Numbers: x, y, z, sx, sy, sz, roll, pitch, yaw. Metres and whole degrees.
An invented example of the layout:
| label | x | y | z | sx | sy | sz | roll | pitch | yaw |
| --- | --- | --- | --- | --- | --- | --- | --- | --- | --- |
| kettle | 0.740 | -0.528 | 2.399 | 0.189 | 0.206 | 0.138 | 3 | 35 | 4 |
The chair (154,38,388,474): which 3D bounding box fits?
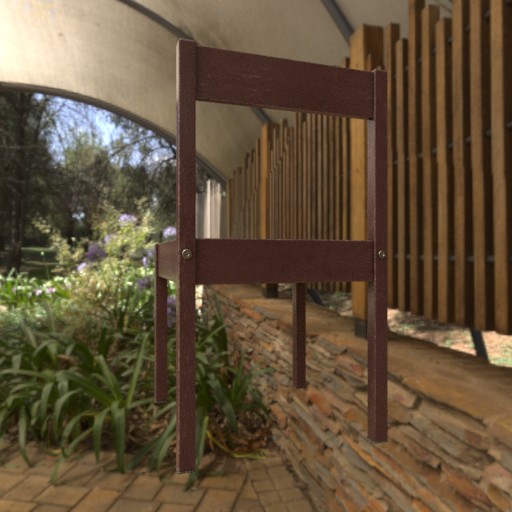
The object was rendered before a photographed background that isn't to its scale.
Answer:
| label | x | y | z | sx | sy | sz | roll | pitch | yaw |
| --- | --- | --- | --- | --- | --- | --- | --- | --- | --- |
| chair | 0.000 | 0.000 | 0.691 | 0.285 | 0.505 | 0.285 | 0 | 0 | -19 |
